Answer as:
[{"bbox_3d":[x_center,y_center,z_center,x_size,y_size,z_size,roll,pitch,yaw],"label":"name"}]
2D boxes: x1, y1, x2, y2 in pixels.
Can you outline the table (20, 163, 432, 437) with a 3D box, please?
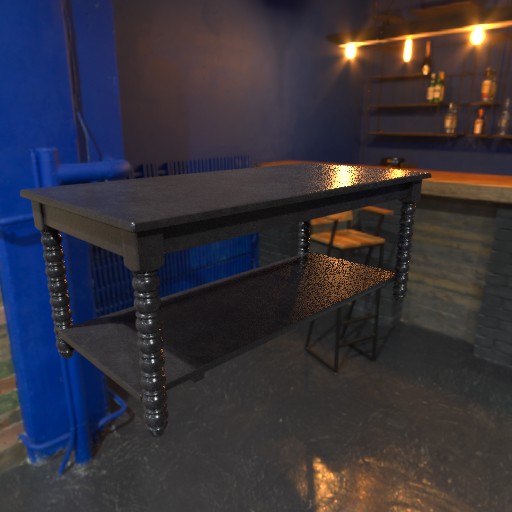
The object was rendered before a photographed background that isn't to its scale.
[{"bbox_3d":[0.000,0.000,1.421,1.171,0.487,0.580,-16,23,-42],"label":"table"}]
